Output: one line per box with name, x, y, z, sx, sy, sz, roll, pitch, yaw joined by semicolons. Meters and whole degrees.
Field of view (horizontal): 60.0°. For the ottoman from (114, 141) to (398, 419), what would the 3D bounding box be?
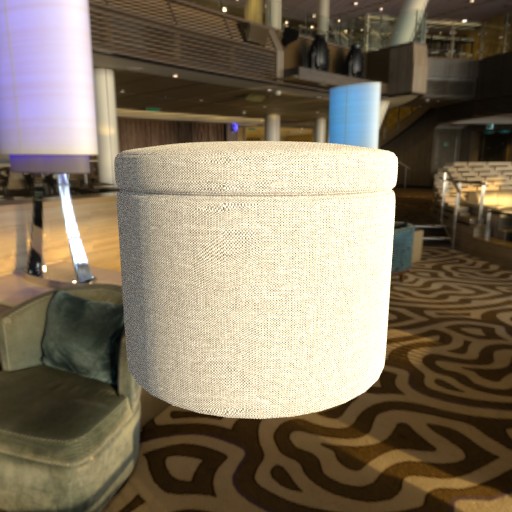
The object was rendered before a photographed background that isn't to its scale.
ottoman;0.000;0.000;0.853;0.500;0.419;0.500;0;12;0
